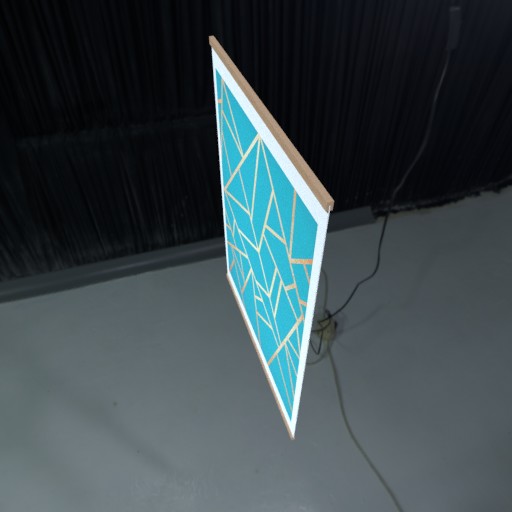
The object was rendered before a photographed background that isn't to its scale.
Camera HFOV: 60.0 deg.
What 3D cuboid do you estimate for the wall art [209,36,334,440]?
[{"bbox_3d":[0.000,0.000,1.352,0.013,1.016,0.758,-14,48,-13],"label":"wall art"}]
